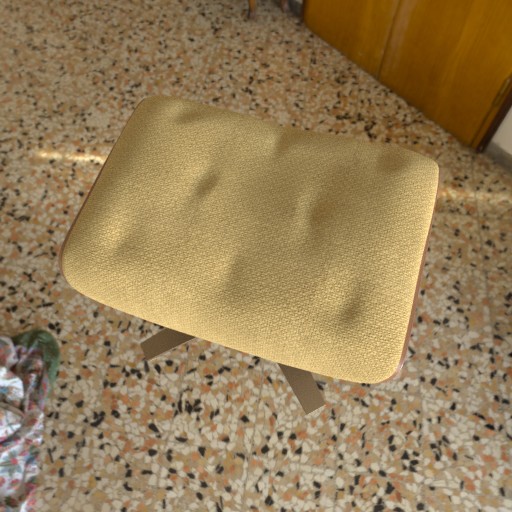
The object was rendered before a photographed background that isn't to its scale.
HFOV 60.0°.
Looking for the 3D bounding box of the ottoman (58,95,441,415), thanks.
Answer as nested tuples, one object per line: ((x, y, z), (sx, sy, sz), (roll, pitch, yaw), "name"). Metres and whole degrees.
((0.000, 0.000, 0.810), (0.520, 0.391, 0.394), (16, 60, 9), "ottoman")
